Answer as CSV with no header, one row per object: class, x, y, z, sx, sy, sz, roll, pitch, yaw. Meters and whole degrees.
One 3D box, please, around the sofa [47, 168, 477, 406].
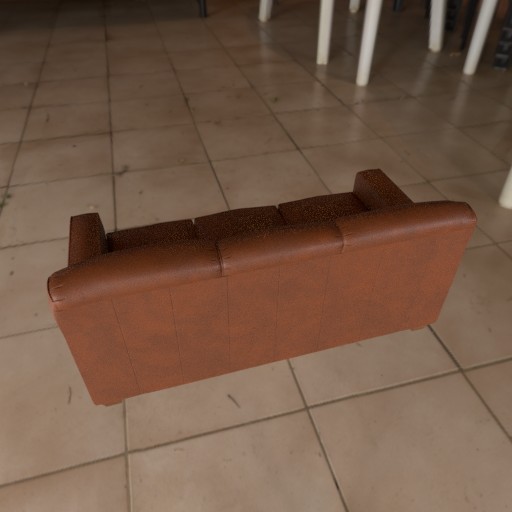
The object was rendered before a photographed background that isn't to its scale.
sofa,0.000,0.000,2.571,2.039,0.953,1.008,-11,42,-12
